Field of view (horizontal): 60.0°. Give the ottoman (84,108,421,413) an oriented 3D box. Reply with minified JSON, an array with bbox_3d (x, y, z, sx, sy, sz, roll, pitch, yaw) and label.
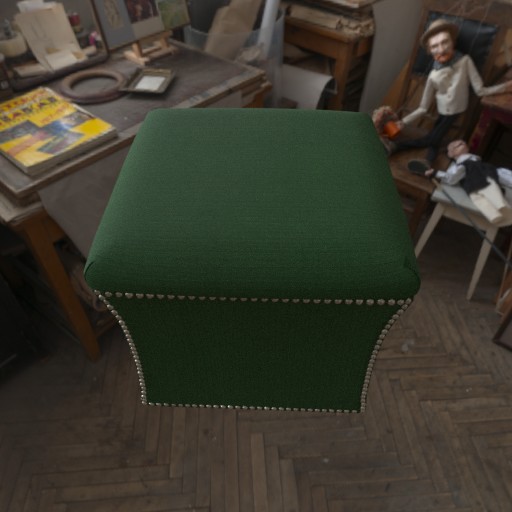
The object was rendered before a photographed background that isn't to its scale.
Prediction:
[{"bbox_3d":[0.000,0.000,0.937,0.507,0.475,0.497,2,46,2],"label":"ottoman"}]
